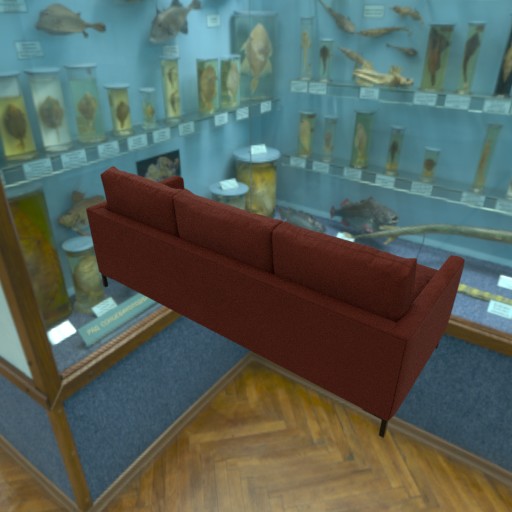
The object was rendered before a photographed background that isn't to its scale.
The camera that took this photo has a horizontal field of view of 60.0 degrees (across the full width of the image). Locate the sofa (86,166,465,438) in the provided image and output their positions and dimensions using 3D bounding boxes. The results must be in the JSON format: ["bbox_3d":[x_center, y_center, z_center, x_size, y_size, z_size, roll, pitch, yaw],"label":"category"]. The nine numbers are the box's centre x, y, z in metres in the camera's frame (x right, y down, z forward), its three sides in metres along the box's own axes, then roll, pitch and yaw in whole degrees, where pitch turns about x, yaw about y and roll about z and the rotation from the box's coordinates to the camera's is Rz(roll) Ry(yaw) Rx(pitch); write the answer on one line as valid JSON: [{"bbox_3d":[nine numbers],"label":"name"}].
[{"bbox_3d":[0.000,0.000,2.775,2.252,0.879,0.875,20,35,32],"label":"sofa"}]
